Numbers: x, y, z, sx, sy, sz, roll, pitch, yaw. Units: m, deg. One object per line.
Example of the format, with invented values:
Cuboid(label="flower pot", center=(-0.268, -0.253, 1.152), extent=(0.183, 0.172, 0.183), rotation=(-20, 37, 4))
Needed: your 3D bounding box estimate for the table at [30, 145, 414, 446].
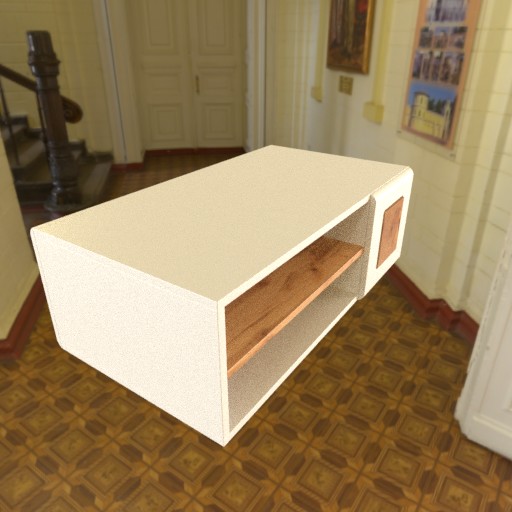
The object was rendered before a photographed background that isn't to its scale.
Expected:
Cuboid(label="table", center=(0.000, 0.000, 1.457), extent=(0.639, 0.442, 1.097), rotation=(18, 32, 31))
